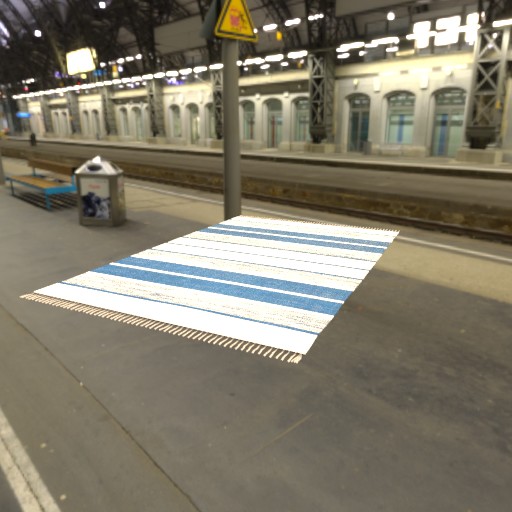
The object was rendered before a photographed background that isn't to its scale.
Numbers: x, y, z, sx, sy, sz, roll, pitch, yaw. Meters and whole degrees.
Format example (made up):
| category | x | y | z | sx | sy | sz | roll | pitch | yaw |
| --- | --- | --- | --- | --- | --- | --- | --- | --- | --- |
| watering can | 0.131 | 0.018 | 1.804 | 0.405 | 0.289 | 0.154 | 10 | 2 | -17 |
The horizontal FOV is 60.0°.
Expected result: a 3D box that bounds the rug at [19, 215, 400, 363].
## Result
| category | x | y | z | sx | sy | sz | roll | pitch | yaw |
| --- | --- | --- | --- | --- | --- | --- | --- | --- | --- |
| rug | 0.000 | 0.000 | 3.017 | 1.532 | 0.010 | 2.441 | 8 | 18 | 25 |
